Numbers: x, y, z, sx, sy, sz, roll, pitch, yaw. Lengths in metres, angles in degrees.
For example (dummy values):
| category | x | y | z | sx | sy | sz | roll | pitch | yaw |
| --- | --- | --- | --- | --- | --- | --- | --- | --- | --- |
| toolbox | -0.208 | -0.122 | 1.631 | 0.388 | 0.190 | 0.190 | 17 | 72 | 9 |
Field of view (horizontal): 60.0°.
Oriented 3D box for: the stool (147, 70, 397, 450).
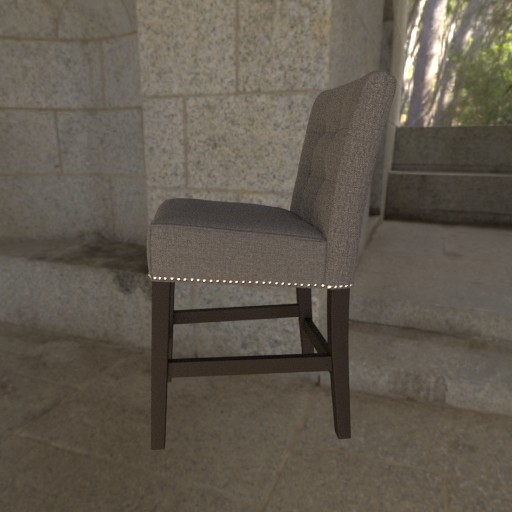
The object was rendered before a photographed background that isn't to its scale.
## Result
| category | x | y | z | sx | sy | sz | roll | pitch | yaw |
| --- | --- | --- | --- | --- | --- | --- | --- | --- | --- |
| stool | 0.000 | 0.000 | 1.187 | 0.571 | 0.885 | 0.427 | -2 | 14 | -8 |
